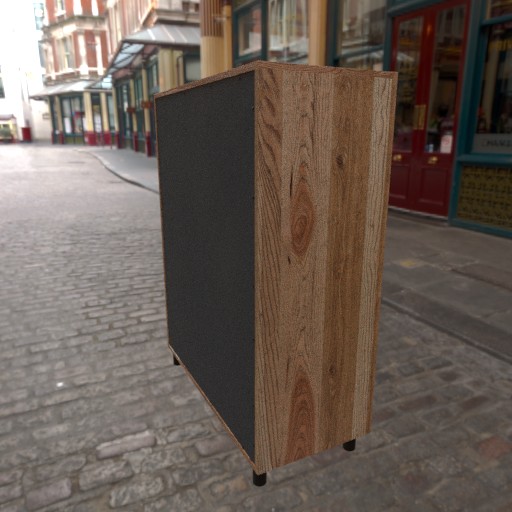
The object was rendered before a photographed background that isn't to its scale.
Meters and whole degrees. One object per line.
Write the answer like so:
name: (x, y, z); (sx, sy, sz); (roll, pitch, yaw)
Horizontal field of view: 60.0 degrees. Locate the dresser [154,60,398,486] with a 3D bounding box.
dresser: (0.000, 0.000, 1.726); (0.480, 1.243, 0.966); (-8, 17, -26)
